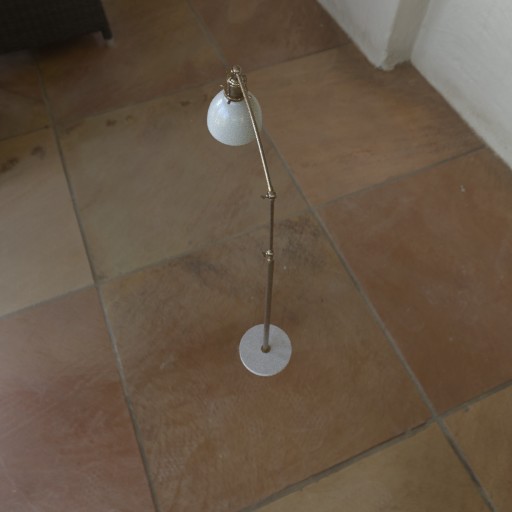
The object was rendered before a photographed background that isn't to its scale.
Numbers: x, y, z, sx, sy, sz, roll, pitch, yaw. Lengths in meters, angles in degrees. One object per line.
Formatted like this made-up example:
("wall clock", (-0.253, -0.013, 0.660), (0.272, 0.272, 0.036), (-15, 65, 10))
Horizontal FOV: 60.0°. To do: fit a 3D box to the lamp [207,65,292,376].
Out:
("lamp", (0.000, 0.000, 1.854), (0.288, 1.586, 0.599), (-17, 61, -10))
